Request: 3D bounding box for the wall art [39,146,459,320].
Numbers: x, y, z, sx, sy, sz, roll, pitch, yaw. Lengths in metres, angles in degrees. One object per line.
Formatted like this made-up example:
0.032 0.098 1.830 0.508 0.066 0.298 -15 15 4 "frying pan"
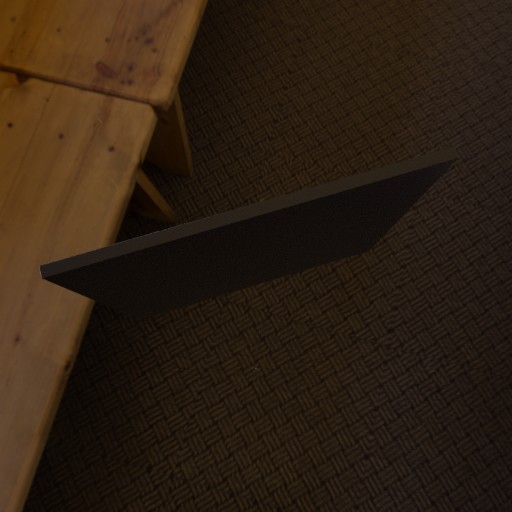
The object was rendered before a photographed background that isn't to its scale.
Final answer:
0.000 0.000 0.550 0.383 0.332 0.012 -17 76 -4 "wall art"
